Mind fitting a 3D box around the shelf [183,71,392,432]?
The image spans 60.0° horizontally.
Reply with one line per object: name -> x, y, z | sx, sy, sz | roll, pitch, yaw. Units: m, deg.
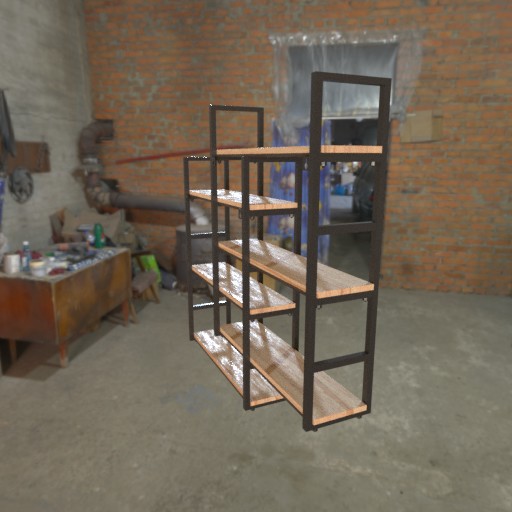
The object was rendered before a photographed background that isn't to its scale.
shelf -> 0.000, 0.000, 1.389 | 0.183, 0.921, 0.946 | -6, 14, -24
